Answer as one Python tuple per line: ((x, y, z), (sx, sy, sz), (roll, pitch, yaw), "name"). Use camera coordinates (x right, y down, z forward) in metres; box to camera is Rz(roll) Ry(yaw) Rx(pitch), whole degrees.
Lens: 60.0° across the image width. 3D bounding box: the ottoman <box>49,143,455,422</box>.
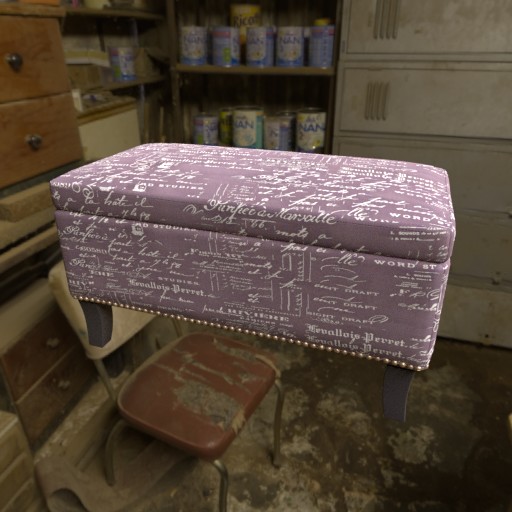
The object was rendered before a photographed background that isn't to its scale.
((0.000, 0.000, 1.062), (0.813, 0.457, 0.406), (9, 27, 17), "ottoman")
